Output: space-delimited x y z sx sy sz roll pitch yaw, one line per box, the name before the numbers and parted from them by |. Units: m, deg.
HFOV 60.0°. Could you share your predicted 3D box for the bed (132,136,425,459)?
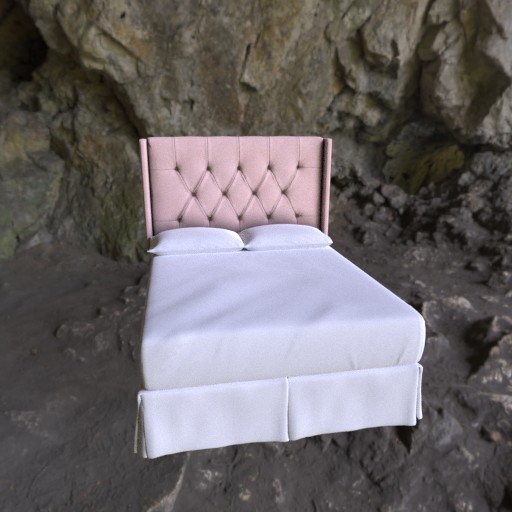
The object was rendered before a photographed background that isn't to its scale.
bed | 0.000 0.000 3.249 1.719 1.665 2.066 -3 16 -10
